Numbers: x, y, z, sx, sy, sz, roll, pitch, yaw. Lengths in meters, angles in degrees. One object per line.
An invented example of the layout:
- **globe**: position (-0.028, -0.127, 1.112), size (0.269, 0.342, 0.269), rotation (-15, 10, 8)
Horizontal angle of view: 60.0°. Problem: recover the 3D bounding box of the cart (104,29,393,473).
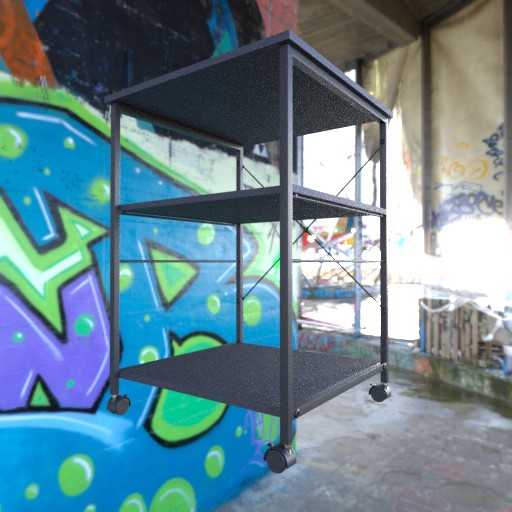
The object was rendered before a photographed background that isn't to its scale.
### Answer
- **cart**: position (0.000, 0.000, 1.112), size (0.521, 0.762, 0.520), rotation (-1, -1, 36)
